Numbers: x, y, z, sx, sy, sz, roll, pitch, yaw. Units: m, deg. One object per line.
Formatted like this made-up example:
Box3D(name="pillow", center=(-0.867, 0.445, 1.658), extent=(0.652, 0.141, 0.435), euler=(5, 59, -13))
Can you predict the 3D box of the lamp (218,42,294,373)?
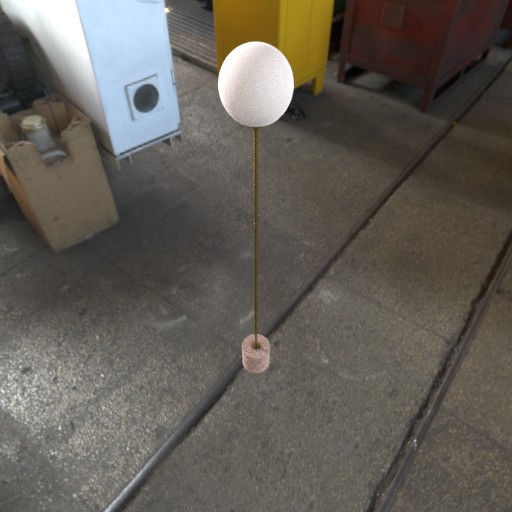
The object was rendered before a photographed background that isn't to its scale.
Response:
Box3D(name="lamp", center=(0.000, 0.000, 1.894), extent=(0.229, 1.748, 0.229), euler=(3, 47, 3))
